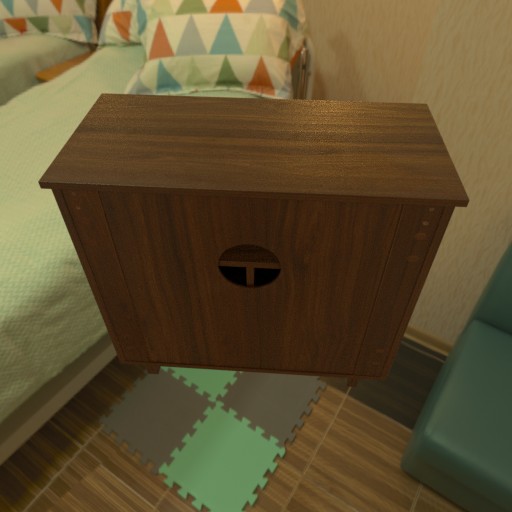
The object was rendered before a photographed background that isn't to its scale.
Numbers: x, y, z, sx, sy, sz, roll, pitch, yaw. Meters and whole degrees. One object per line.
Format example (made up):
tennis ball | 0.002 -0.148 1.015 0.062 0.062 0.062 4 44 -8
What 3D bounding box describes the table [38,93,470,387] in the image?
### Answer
table | 0.000 0.000 1.214 0.802 0.725 0.390 3 45 3
